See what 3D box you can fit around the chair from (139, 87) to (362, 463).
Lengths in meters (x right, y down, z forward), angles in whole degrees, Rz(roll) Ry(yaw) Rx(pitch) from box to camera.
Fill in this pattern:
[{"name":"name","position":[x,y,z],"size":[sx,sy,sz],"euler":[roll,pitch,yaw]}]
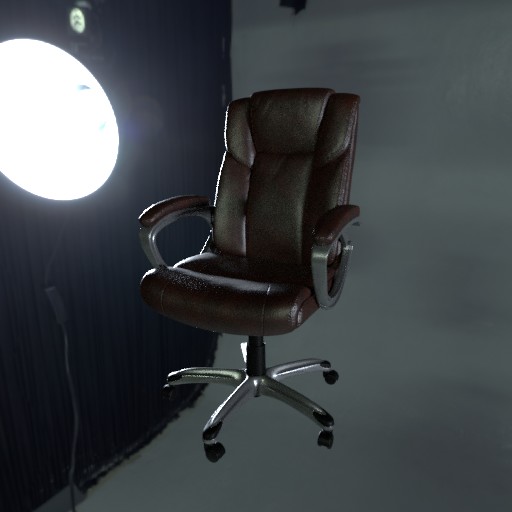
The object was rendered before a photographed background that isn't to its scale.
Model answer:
[{"name":"chair","position":[0.000,0.000,1.506],"size":[0.656,1.128,0.692],"euler":[7,16,26]}]
